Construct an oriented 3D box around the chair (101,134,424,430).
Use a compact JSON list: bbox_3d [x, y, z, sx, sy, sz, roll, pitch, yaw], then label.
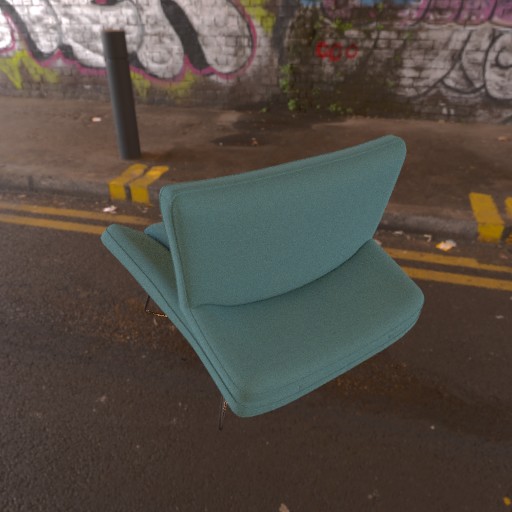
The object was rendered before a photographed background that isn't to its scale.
[{"bbox_3d":[0.000,0.000,1.625,0.859,0.855,1.008,-19,35,-29],"label":"chair"}]
